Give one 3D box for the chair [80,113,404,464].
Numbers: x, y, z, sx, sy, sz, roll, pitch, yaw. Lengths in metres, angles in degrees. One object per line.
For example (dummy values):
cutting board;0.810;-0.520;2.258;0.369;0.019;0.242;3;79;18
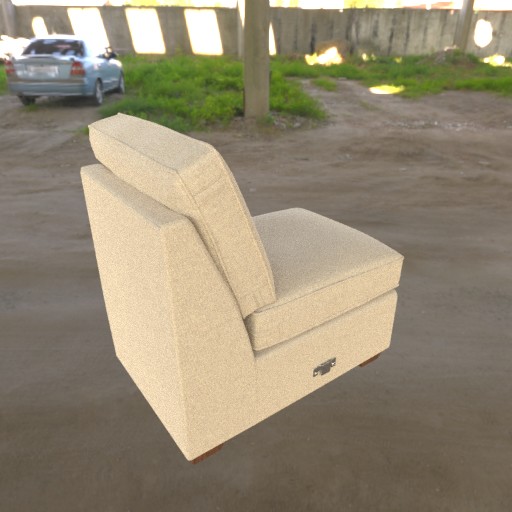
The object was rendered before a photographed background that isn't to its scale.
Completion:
chair;0.000;0.000;1.561;0.938;0.970;0.621;-18;32;-32
